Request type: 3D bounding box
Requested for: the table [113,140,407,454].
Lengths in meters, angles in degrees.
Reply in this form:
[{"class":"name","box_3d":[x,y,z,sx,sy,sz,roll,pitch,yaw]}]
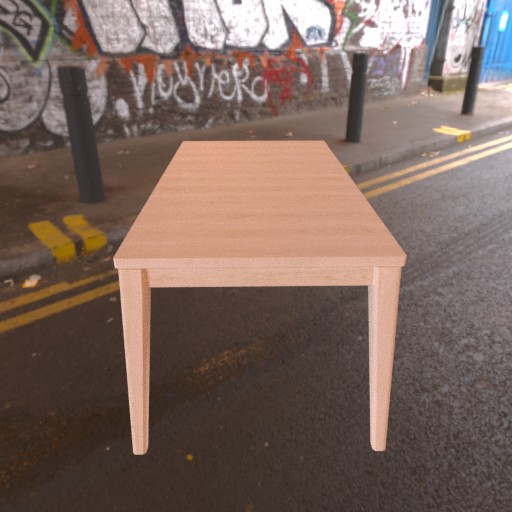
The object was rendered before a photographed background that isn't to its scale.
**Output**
[{"class":"table","box_3d":[0.000,0.000,2.117,0.900,0.760,1.600,0,27,-1]}]
